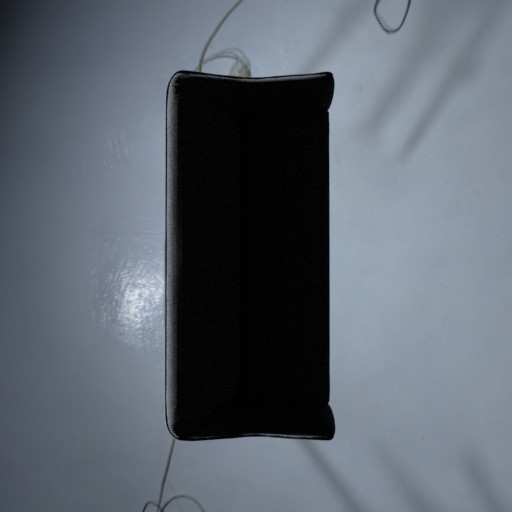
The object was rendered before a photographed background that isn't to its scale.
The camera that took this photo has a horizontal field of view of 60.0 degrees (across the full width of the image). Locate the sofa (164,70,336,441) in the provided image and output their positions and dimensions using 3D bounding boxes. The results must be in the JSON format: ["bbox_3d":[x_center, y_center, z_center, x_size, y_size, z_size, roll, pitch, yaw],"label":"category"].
[{"bbox_3d":[0.000,0.000,2.502,0.867,0.829,1.928,0,89,1],"label":"sofa"}]
